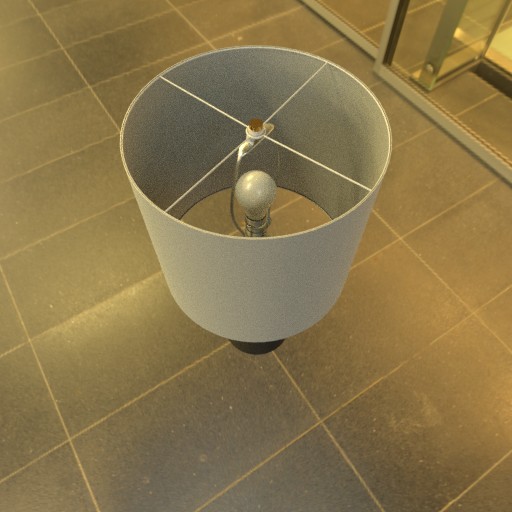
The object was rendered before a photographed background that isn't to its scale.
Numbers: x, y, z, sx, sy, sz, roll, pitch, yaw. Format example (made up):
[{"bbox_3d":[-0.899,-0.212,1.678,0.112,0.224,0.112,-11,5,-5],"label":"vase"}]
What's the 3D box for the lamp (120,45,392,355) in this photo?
[{"bbox_3d":[0.000,0.000,0.750,0.308,0.580,0.308,33,64,18],"label":"lamp"}]
